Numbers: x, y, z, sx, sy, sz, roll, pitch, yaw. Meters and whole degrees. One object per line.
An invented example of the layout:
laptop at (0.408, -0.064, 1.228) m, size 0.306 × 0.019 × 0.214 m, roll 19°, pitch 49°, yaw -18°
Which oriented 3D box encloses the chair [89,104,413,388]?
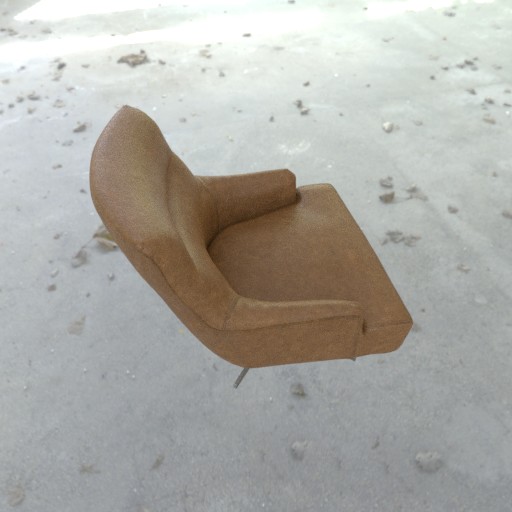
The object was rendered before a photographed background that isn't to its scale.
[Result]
chair at (0.000, 0.000, 1.497) m, size 0.874 × 0.869 × 0.729 m, roll -10°, pitch 48°, yaw -10°
